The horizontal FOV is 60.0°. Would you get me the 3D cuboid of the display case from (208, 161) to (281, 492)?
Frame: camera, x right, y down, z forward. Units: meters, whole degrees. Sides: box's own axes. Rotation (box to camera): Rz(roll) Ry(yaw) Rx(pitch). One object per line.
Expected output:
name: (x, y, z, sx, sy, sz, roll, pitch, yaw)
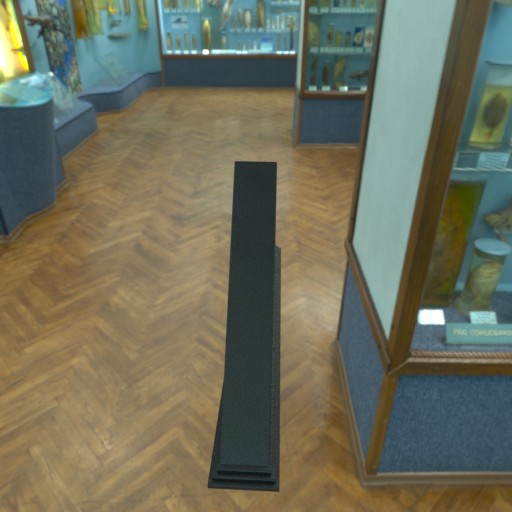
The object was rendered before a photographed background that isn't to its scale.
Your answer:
display case: (0.000, 0.000, 0.773, 0.095, 0.340, 0.640, 2, 31, 3)
